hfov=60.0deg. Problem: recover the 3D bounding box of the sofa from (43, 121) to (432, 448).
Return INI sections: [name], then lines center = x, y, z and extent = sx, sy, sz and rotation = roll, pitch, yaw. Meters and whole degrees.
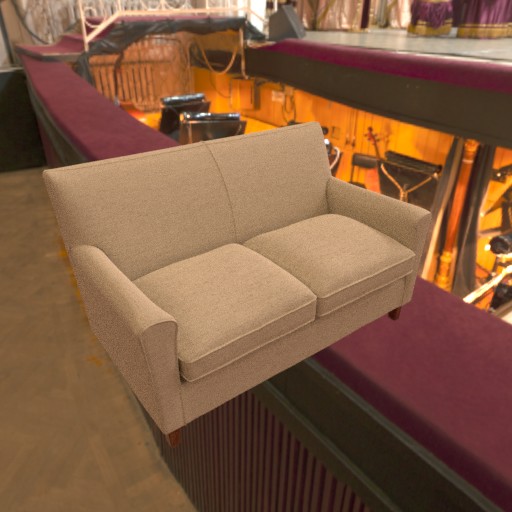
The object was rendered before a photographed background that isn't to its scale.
[sofa]
center = 0.000, 0.000, 2.053
extent = 1.482, 0.892, 0.891
rotation = -20, 35, -31
